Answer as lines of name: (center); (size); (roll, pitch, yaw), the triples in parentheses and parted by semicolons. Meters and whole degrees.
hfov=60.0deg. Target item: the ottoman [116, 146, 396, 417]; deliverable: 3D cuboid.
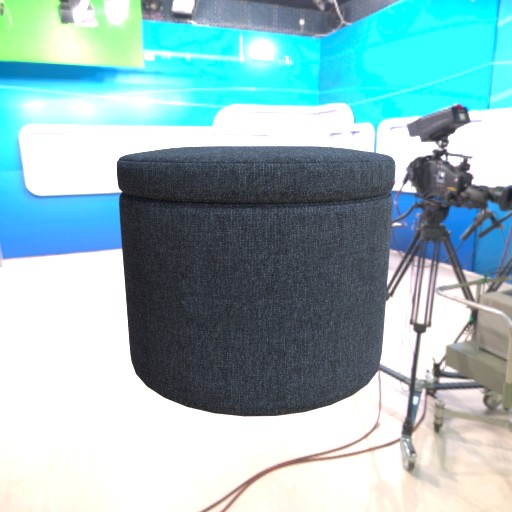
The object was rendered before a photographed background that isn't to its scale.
ottoman: (0.000, 0.000, 0.870); (0.500, 0.419, 0.500); (0, 14, 0)
